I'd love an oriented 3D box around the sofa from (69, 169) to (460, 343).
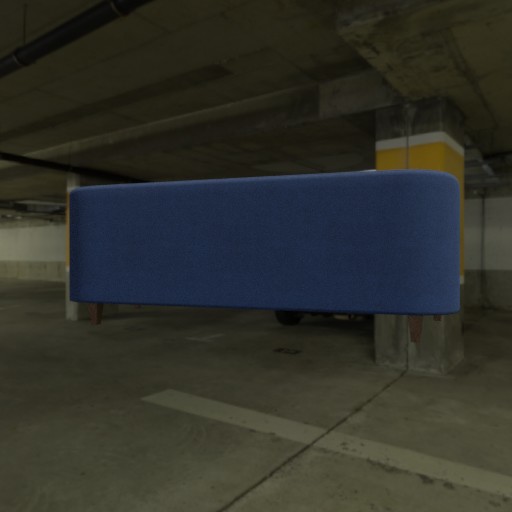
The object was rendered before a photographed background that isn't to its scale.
[{"bbox_3d":[0.000,0.000,2.647,2.235,0.787,0.914,0,0,17],"label":"sofa"}]
